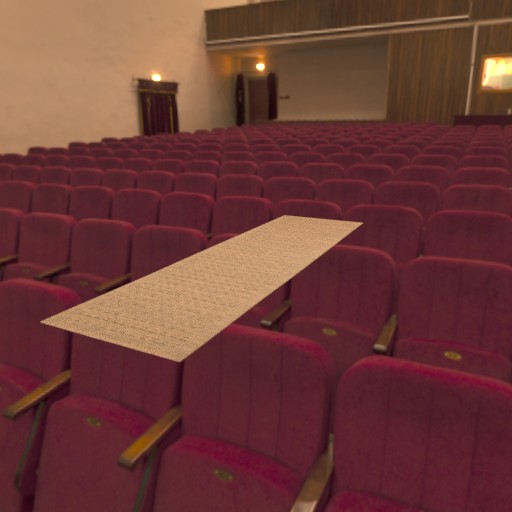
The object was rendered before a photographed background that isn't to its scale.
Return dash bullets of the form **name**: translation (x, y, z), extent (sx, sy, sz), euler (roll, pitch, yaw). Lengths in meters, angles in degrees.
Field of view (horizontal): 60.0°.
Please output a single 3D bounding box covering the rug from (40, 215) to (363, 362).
- **rug**: translation (0.000, 0.000, 2.656), extent (0.688, 0.005, 2.437), euler (8, 18, 26)
